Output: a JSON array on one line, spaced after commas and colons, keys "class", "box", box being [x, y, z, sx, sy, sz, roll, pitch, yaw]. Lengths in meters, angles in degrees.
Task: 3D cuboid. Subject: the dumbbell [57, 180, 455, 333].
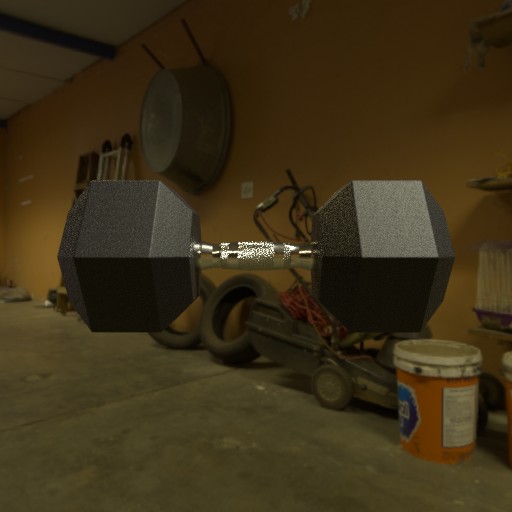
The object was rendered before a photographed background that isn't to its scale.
[{"class": "dumbbell", "box": [0.000, 0.000, 0.479, 0.384, 0.150, 0.173, 0, 1, 0]}]
